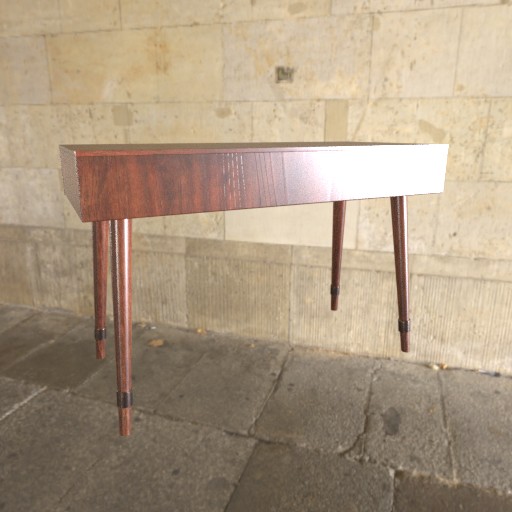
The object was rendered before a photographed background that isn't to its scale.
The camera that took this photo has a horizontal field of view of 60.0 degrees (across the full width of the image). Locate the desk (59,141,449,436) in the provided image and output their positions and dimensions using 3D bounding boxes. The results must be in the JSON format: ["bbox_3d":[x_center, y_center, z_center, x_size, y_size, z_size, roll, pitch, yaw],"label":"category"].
[{"bbox_3d":[0.000,0.000,2.113,1.577,1.031,0.734,-8,17,-26],"label":"desk"}]
